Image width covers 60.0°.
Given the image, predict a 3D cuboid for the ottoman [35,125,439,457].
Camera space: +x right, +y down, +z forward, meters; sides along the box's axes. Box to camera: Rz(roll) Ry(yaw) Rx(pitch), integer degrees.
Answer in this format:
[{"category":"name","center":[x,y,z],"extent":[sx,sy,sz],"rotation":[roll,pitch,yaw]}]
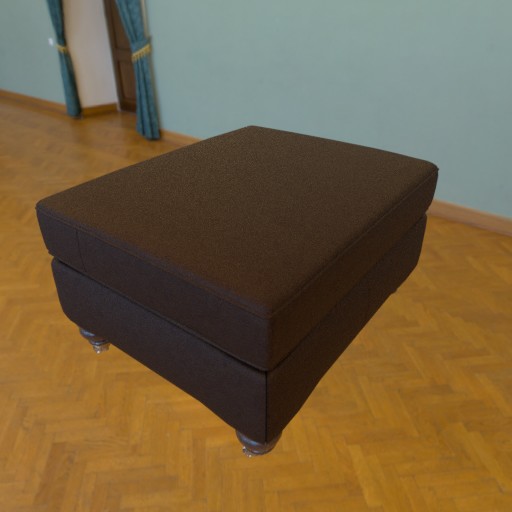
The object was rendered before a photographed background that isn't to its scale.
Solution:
[{"category":"ottoman","center":[0.000,0.000,1.754],"extent":[0.967,0.730,1.187],"rotation":[21,37,31]}]
